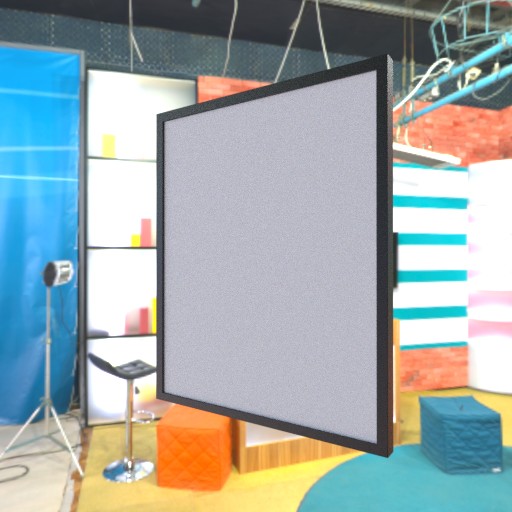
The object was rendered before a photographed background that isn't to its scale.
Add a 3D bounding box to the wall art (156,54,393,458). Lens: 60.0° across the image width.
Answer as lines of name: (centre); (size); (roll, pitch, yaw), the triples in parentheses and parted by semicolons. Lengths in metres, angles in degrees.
wall art: (0.000, 0.000, 0.534); (0.325, 0.397, 0.018); (0, 0, 34)
